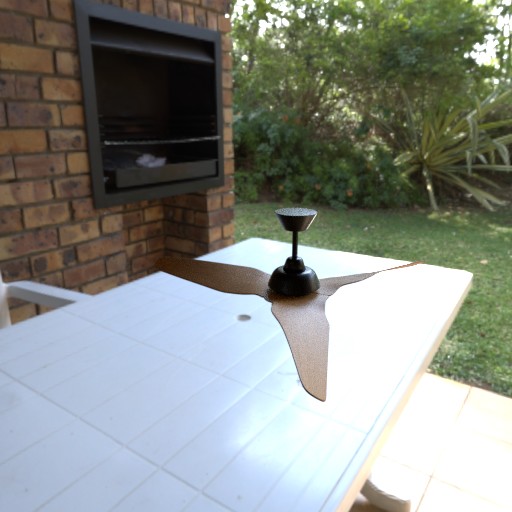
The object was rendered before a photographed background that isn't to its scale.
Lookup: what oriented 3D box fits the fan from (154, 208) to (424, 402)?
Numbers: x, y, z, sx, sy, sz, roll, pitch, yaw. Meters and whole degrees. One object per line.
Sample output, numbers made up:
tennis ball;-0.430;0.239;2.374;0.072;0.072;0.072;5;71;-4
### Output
fan;0.000;0.000;1.623;1.010;0.355;1.142;9;19;28
